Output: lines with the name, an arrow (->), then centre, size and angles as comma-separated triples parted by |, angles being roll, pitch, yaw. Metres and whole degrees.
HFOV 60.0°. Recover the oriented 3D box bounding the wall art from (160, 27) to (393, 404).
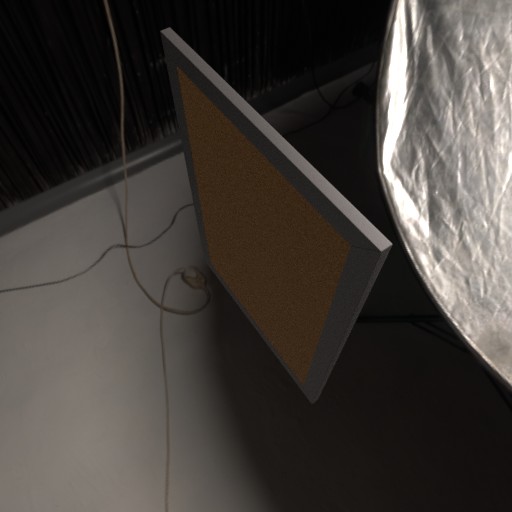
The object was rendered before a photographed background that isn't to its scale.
wall art -> 0.000, 0.000, 0.677 | 0.013, 0.534, 0.380 | -31, 63, -17
